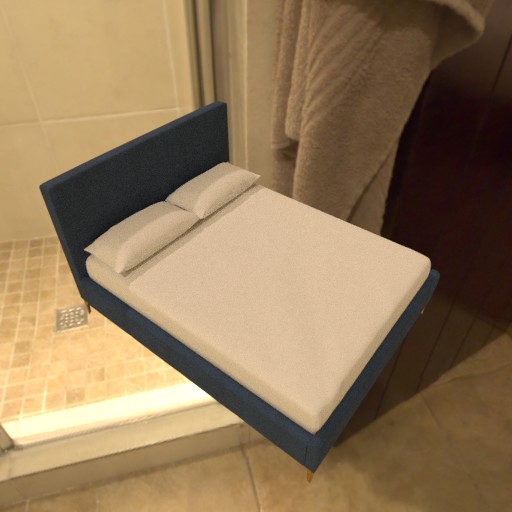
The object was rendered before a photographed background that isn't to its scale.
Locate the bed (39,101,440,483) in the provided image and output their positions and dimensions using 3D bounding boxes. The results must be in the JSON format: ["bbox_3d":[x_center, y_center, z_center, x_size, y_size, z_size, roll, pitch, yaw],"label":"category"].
[{"bbox_3d":[0.000,0.000,3.185,2.172,1.231,1.723,28,48,27],"label":"bed"}]
